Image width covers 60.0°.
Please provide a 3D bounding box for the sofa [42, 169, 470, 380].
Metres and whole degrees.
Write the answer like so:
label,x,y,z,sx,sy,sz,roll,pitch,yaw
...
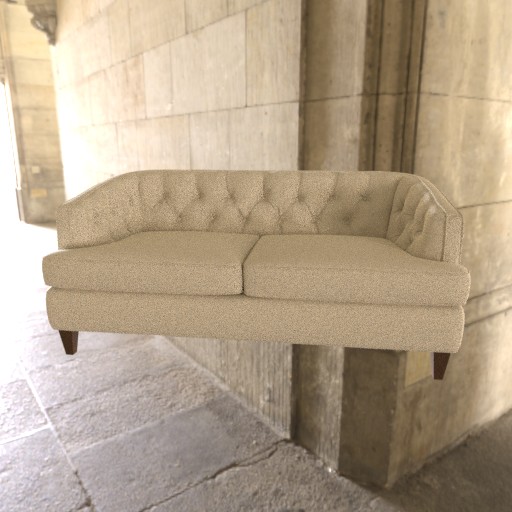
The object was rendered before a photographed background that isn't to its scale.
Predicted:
label,x,y,z,sx,sy,sz,roll,pitch,yaw
sofa,0.000,0.000,2.179,1.733,0.855,0.941,2,14,8
